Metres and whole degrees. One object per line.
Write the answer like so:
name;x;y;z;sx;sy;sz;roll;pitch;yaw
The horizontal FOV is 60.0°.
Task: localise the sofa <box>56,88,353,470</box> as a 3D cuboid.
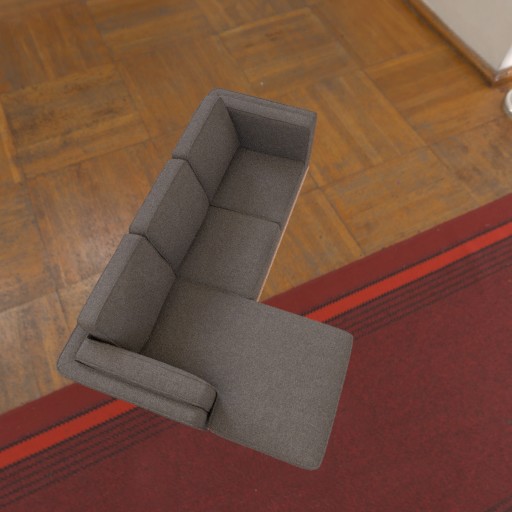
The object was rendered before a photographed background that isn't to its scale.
sofa;0.000;0.000;3.114;1.604;0.929;2.411;17;64;9
